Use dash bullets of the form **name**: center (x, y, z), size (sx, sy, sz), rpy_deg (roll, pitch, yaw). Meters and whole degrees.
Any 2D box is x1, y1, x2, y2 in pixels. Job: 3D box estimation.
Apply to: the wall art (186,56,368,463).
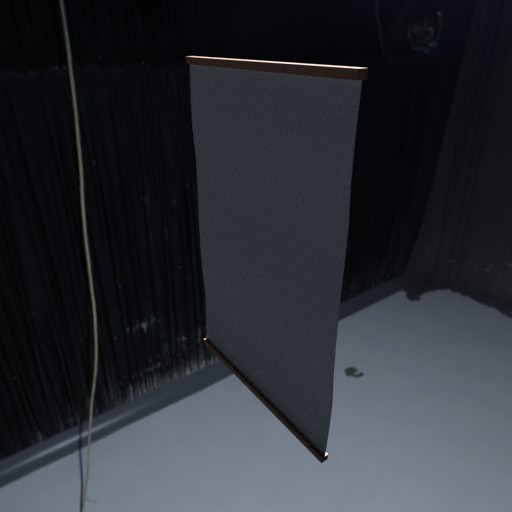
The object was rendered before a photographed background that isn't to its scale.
- **wall art**: center (0.000, 0.000, 0.631), size (0.012, 0.508, 0.332), rpy_deg (-17, 31, -31)
